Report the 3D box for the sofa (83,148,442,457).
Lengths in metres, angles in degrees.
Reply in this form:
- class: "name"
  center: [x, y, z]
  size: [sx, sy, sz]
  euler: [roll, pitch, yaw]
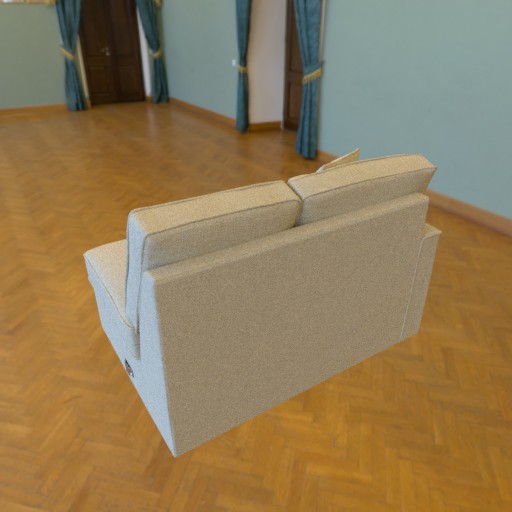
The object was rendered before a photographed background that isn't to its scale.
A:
- class: "sofa"
  center: [0.000, 0.000, 2.093]
  size: [1.388, 0.989, 0.991]
  euler: [-17, 33, -29]
